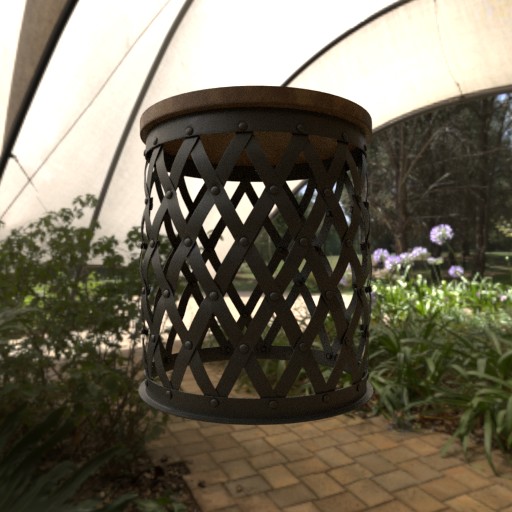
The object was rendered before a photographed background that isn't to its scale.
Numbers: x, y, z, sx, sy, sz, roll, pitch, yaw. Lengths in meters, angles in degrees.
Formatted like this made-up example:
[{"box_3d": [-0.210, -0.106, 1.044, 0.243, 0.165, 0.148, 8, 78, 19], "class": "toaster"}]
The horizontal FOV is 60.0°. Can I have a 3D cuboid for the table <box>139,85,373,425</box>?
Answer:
[{"box_3d": [0.000, 0.000, 0.794, 0.405, 0.454, 0.405, 0, -1, 0], "class": "table"}]
